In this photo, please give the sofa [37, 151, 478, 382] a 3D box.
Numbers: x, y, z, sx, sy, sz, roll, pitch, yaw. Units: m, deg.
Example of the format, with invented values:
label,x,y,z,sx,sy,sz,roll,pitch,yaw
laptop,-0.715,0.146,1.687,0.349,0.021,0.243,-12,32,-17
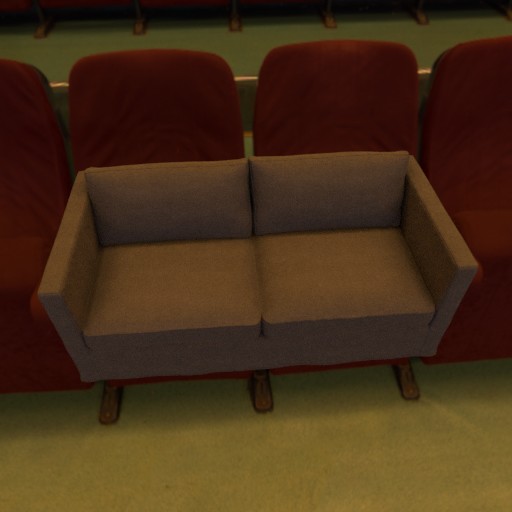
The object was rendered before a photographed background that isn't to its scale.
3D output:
label,x,y,z,sx,sy,sz,roll,pitch,yaw
sofa,0.000,0.000,2.446,1.982,0.855,0.953,-3,46,-3
